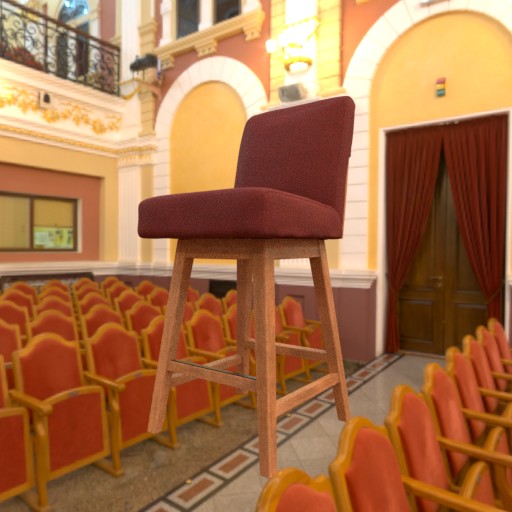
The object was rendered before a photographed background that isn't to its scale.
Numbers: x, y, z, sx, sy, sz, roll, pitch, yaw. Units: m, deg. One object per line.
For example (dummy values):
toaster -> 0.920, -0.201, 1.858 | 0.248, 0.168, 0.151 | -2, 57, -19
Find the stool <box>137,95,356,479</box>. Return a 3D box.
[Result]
stool -> 0.000, 0.000, 1.357 | 0.468, 1.038, 0.562 | 1, 2, 37
